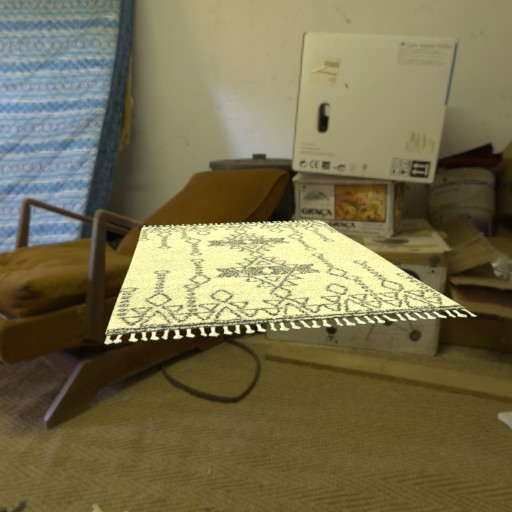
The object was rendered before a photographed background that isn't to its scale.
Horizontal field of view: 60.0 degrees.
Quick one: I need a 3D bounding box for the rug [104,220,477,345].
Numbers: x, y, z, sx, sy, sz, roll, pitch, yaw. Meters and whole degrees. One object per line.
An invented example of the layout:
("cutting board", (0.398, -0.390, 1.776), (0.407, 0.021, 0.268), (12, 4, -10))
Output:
("rug", (0.000, 0.000, 3.863), (2.125, 0.028, 3.027), (-3, 16, -10))
